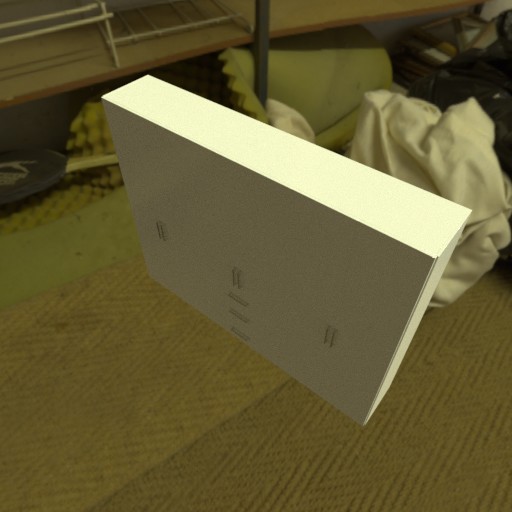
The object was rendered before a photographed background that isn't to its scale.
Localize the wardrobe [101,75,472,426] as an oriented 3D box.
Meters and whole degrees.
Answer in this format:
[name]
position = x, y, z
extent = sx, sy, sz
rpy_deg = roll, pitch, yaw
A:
[wardrobe]
position = 0.000, 0.000, 4.116
extent = 3.000, 2.360, 0.580
rpy_deg = 30, 54, 25
